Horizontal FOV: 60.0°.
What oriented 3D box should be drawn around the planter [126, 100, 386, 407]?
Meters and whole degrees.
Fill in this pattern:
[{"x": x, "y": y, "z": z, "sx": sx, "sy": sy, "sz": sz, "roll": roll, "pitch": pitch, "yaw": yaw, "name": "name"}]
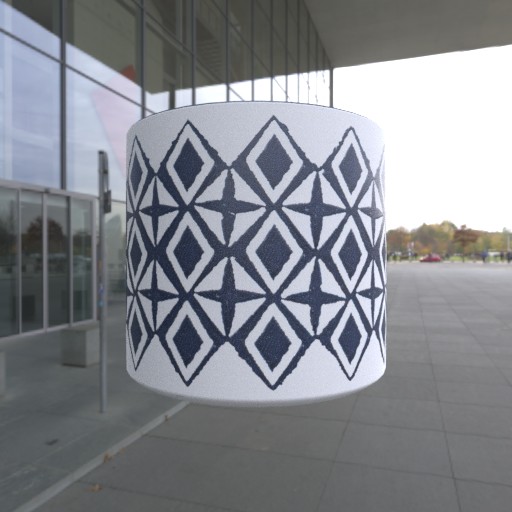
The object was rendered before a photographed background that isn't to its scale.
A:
[{"x": 0.000, "y": 0.000, "z": 0.397, "sx": 0.224, "sy": 0.203, "sz": 0.224, "roll": 0, "pitch": 0, "yaw": 0, "name": "planter"}]
